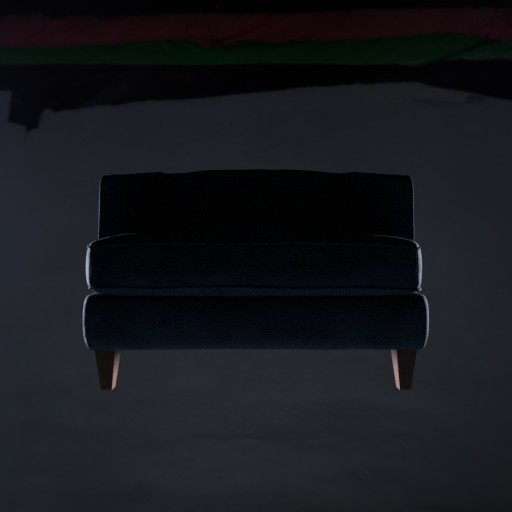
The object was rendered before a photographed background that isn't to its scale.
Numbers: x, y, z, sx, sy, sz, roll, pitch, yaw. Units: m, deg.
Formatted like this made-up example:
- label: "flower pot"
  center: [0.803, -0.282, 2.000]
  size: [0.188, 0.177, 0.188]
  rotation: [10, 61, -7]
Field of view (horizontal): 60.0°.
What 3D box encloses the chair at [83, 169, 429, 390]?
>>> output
- label: "chair"
  center: [0.000, 0.000, 1.771]
  size: [1.094, 0.852, 0.940]
  rotation: [0, 0, 0]
